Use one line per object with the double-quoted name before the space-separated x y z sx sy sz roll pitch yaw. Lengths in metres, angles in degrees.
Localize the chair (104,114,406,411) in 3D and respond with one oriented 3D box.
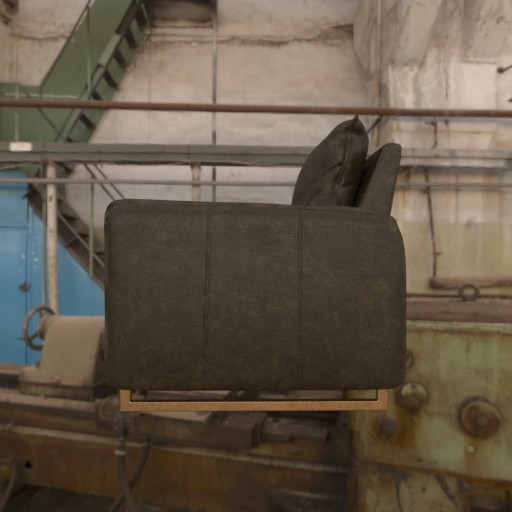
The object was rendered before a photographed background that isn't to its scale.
"chair" 0.000 0.000 1.671 0.921 0.921 0.830 0 0 -1
